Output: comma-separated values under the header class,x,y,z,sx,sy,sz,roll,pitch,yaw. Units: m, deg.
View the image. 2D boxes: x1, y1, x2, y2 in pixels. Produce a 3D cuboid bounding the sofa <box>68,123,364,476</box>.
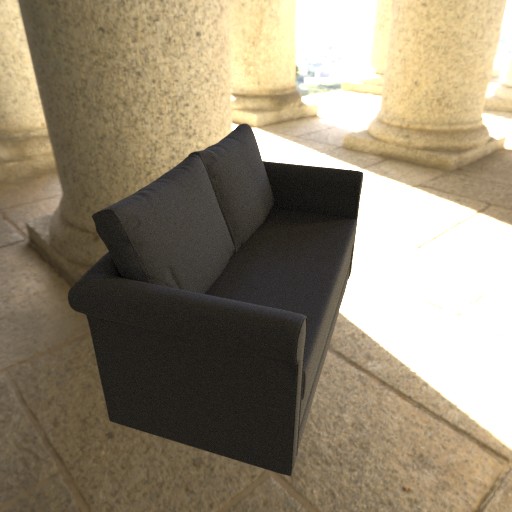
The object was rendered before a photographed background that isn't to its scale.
class,x,y,z,sx,sy,sz,roll,pitch,yaw
sofa,0.000,0.000,1.956,0.741,0.872,1.460,9,30,16
